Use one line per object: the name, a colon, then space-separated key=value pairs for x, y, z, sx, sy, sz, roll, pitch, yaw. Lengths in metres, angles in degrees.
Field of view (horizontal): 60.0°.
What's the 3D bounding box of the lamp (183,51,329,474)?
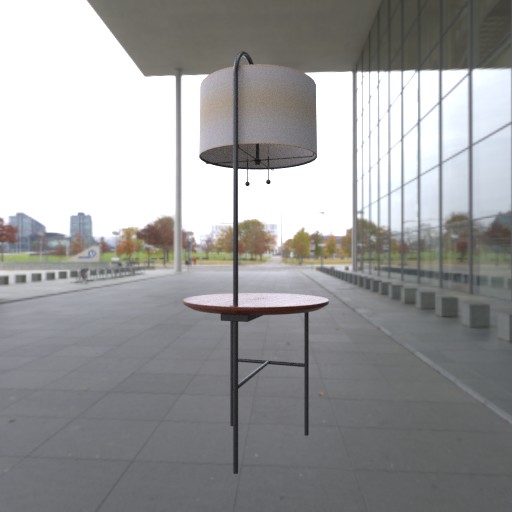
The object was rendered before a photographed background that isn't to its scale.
lamp: x=0.000 y=0.000 z=1.768 sx=0.573 sy=1.517 sz=0.573 roll=0 pitch=0 yaw=0
